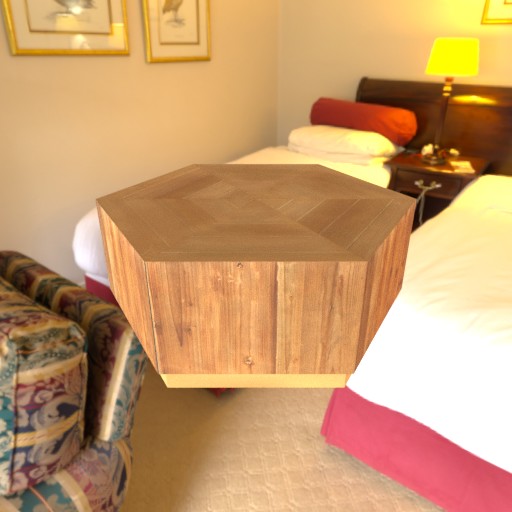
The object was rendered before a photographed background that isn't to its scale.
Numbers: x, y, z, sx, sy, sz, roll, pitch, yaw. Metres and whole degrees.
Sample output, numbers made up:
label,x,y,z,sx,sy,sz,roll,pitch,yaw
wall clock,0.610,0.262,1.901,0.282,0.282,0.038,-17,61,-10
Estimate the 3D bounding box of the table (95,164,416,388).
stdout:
label,x,y,z,sx,sy,sz,roll,pitch,yaw
table,0.000,0.000,1.693,1.154,0.456,1.000,0,26,0
